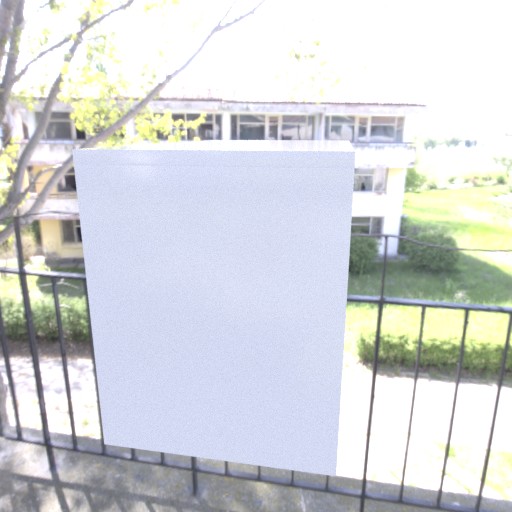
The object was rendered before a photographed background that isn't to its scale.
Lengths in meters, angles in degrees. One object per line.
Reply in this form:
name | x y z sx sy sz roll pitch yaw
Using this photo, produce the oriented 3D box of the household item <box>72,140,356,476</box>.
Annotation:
household item | 0.000 0.000 1.521 0.597 0.749 1.100 3 16 10
